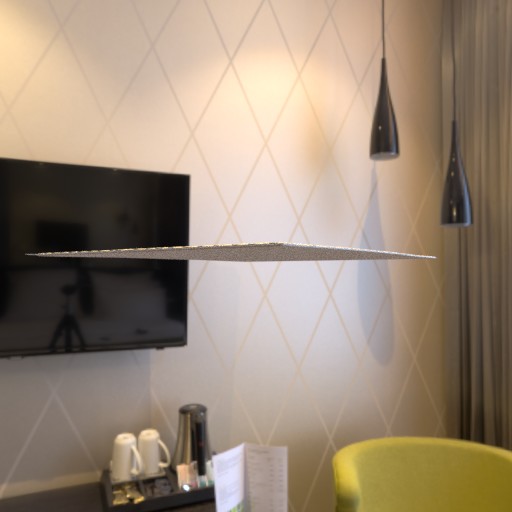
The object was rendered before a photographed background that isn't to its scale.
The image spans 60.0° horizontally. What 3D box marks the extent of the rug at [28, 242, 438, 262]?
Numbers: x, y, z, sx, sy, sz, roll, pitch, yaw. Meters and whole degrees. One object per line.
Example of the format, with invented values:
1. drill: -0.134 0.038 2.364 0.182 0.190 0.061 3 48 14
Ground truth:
1. rug: 0.000 0.000 4.824 2.892 0.036 3.585 -1 -2 37
